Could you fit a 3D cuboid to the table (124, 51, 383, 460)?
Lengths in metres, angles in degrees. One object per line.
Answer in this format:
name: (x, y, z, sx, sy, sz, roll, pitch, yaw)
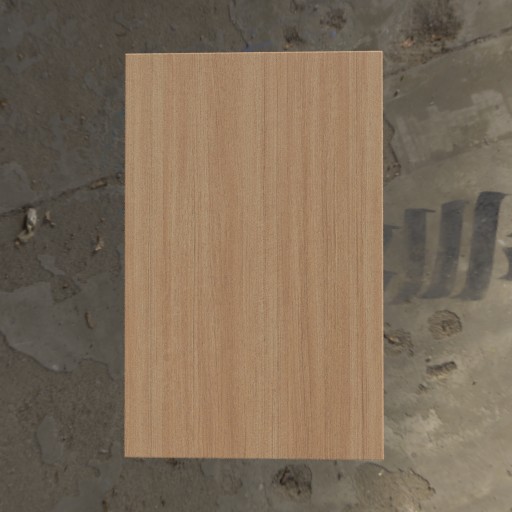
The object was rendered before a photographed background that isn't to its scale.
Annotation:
table: (0.000, 0.000, 1.565, 0.700, 0.734, 1.100, 0, 89, 1)
